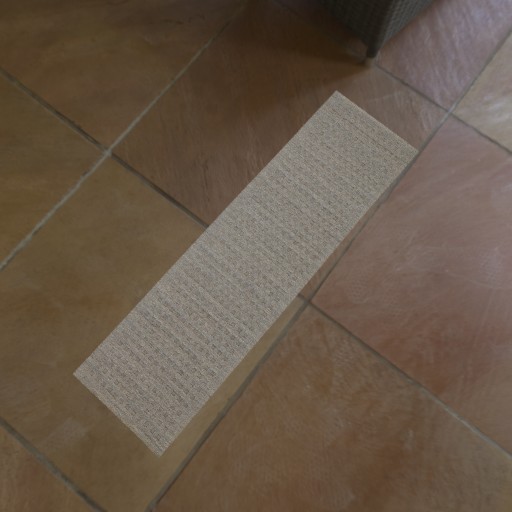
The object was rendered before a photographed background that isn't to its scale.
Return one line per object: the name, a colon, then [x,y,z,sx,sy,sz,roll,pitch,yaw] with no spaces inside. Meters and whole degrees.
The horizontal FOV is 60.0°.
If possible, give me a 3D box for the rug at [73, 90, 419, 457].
rug: [0.000,0.000,2.715,0.688,0.005,2.437,40,80,9]
